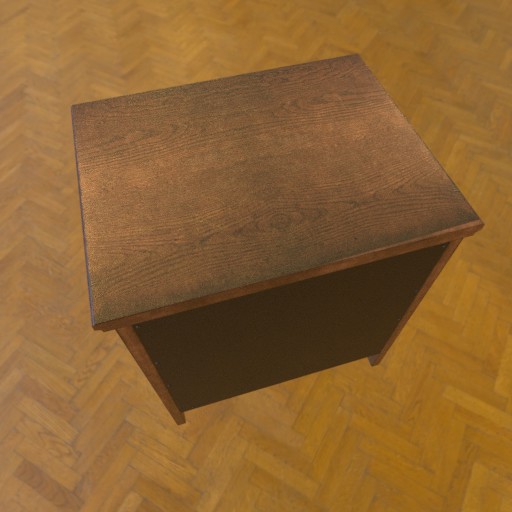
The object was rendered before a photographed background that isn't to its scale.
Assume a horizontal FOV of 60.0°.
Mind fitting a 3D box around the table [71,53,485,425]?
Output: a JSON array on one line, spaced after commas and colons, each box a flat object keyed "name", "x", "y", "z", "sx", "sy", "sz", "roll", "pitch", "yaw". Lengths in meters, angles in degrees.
[{"name": "table", "x": 0.000, "y": 0.000, "z": 0.990, "sx": 0.586, "sy": 0.597, "sz": 0.461, "roll": -14, "pitch": 58, "yaw": -9}]
